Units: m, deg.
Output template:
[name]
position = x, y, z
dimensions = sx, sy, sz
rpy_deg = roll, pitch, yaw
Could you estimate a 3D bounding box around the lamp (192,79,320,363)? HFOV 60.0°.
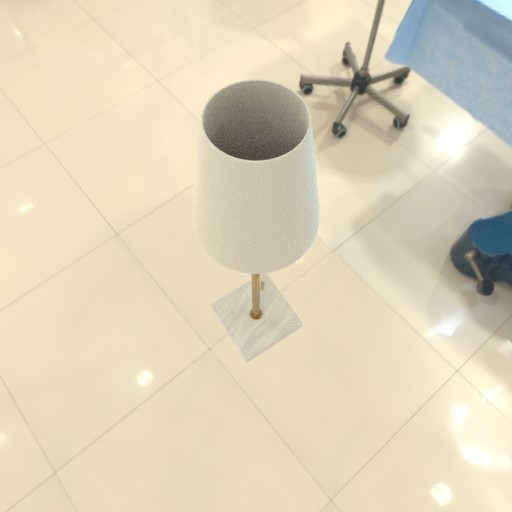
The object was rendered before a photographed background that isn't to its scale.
[lamp]
position = 0.000, 0.000, 0.748
dimensions = 0.181, 0.639, 0.181
rpy_deg = -30, 67, -14
